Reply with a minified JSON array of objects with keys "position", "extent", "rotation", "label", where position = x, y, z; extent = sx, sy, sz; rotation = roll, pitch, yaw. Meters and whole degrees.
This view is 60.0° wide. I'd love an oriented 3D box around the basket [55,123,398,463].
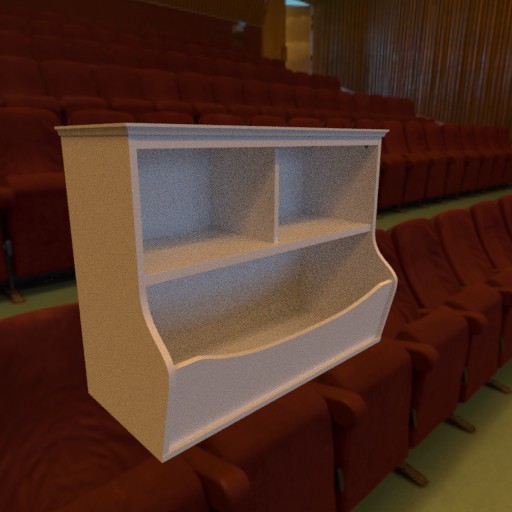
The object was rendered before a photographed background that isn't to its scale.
[{"position":[0.000,0.000,1.128],"extent":[0.792,0.625,0.376],"rotation":[-14,20,-42],"label":"basket"}]
